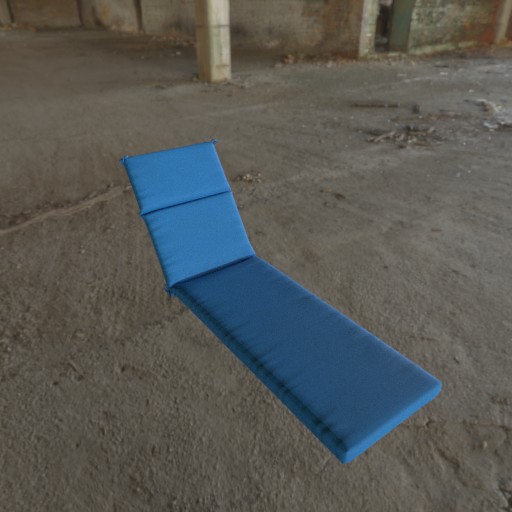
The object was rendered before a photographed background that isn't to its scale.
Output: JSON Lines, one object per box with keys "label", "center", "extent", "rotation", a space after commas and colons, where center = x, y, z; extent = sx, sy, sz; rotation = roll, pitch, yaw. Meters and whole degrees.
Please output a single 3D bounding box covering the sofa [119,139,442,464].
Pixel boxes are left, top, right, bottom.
{"label": "sofa", "center": [0.000, 0.000, 1.966], "extent": [0.582, 0.622, 1.663], "rotation": [-20, 36, -31]}
